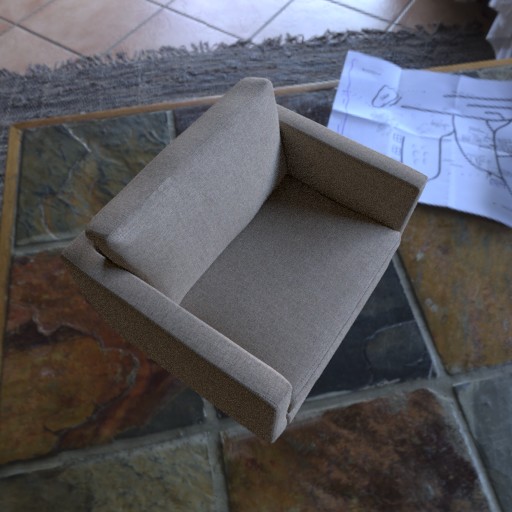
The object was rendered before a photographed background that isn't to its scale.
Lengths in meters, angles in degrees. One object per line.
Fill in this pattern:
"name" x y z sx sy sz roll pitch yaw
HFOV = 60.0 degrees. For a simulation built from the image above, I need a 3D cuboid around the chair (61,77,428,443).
"chair" 0.000 0.000 1.870 0.959 0.987 1.107 31 64 17
